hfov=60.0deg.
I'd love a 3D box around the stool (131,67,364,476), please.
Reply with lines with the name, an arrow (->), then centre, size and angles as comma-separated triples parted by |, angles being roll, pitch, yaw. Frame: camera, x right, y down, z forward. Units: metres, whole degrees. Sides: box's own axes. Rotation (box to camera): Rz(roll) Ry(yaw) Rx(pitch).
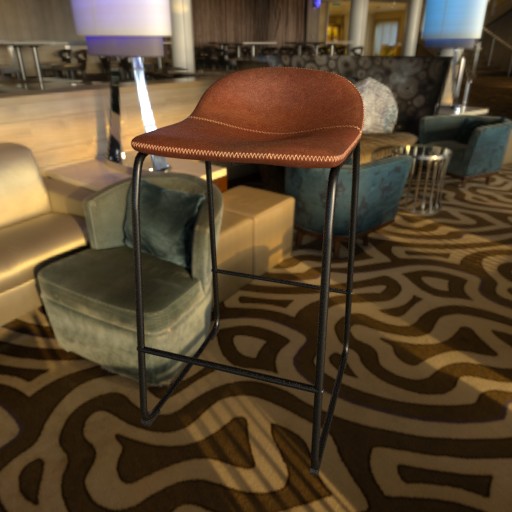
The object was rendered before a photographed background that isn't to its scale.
stool -> 0.000, 0.000, 1.081 | 0.454, 0.830, 0.473 | 9, 27, 17
